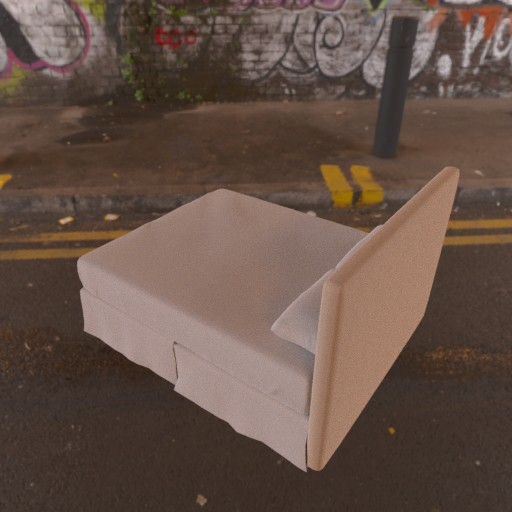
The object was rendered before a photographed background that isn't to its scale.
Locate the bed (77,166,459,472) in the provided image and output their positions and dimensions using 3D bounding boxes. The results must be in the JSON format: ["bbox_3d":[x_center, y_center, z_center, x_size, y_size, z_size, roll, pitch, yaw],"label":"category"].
[{"bbox_3d":[0.000,0.000,3.202,2.142,1.330,1.748,21,38,31],"label":"bed"}]
